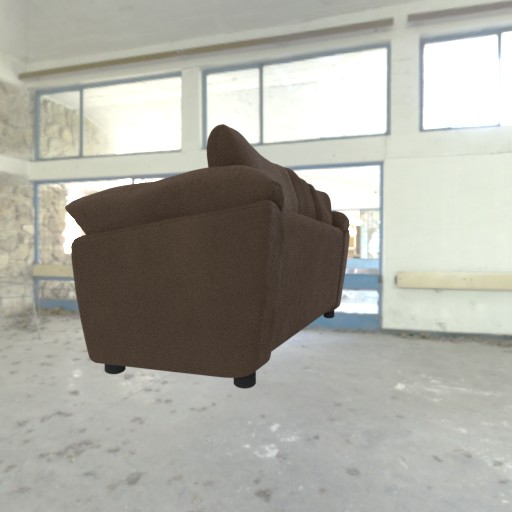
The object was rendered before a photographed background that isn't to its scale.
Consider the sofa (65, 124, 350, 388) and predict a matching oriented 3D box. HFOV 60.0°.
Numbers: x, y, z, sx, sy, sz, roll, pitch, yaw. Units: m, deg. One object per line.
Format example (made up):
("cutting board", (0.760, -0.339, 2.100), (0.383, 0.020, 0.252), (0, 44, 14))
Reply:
("sofa", (0.000, 0.000, 2.748), (0.878, 1.015, 2.336), (0, 1, 19))
